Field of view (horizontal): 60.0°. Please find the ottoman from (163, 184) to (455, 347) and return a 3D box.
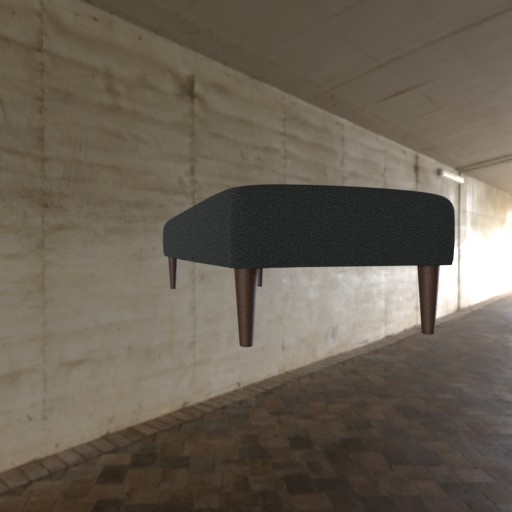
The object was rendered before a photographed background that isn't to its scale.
[{"bbox_3d":[0.000,0.000,1.839,0.646,0.393,1.609,0,1,-17],"label":"ottoman"}]
